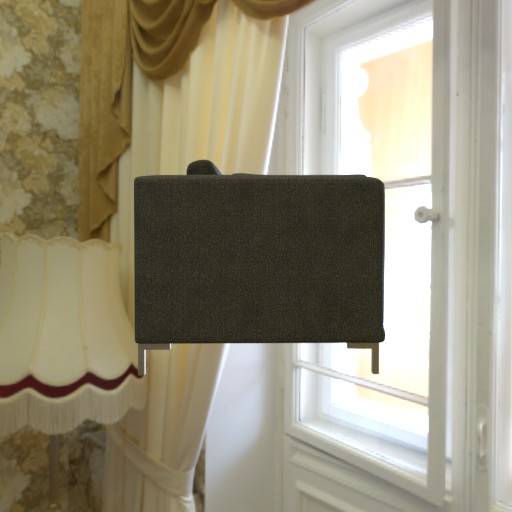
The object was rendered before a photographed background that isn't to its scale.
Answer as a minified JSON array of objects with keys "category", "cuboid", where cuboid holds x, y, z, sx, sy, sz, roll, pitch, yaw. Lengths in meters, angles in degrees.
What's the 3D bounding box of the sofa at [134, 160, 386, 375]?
[{"category":"sofa","cuboid":[0.000,0.000,2.882,0.969,0.867,2.415,0,1,-1]}]
